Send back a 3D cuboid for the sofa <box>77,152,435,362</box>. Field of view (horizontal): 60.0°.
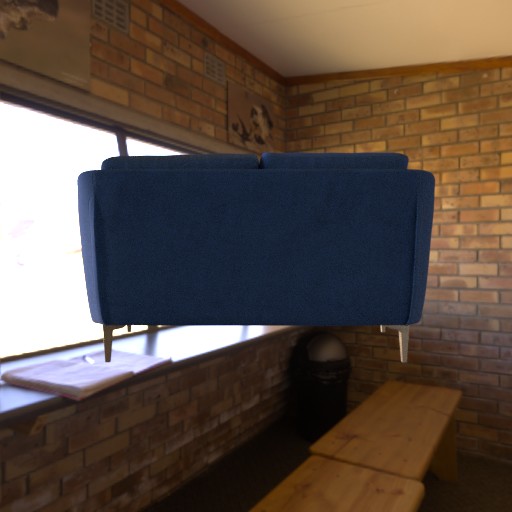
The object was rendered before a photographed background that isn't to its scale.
[{"bbox_3d":[0.000,0.000,2.193,1.619,0.902,0.960,0,0,0],"label":"sofa"}]
